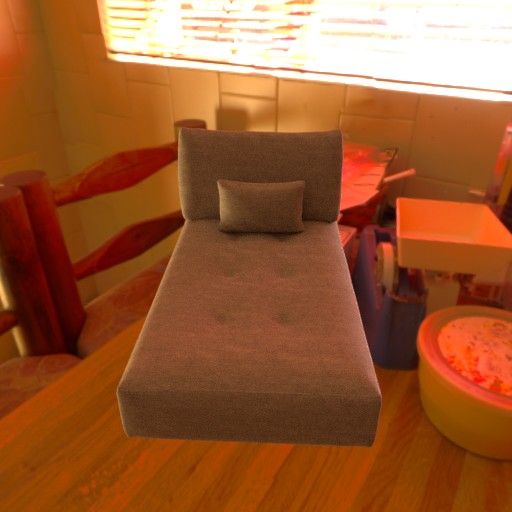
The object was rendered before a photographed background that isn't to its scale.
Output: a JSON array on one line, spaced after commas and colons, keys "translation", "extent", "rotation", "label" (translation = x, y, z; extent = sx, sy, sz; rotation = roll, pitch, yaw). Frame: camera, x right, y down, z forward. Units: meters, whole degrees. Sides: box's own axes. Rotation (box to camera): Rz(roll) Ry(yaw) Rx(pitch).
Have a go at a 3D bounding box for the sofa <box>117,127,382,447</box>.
[{"translation": [0.000, 0.000, 2.033], "extent": [0.930, 0.820, 1.450], "rotation": [1, 30, 2], "label": "sofa"}]
